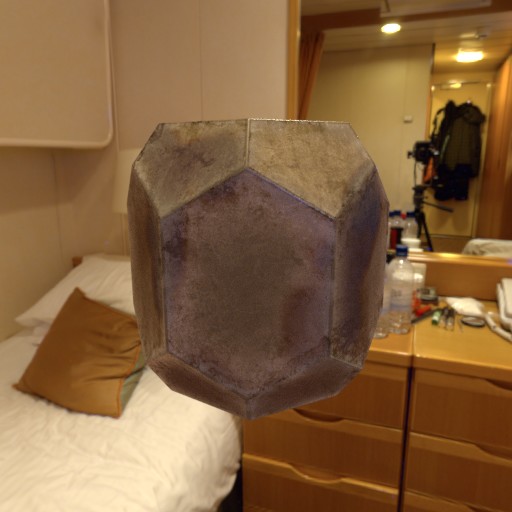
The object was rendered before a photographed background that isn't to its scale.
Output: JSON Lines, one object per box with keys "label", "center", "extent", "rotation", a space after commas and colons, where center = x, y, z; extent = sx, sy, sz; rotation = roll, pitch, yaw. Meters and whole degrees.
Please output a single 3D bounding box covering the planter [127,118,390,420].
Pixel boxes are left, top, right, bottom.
{"label": "planter", "center": [0.000, 0.000, 0.421], "extent": [0.221, 0.238, 0.243], "rotation": [-6, 14, -26]}
